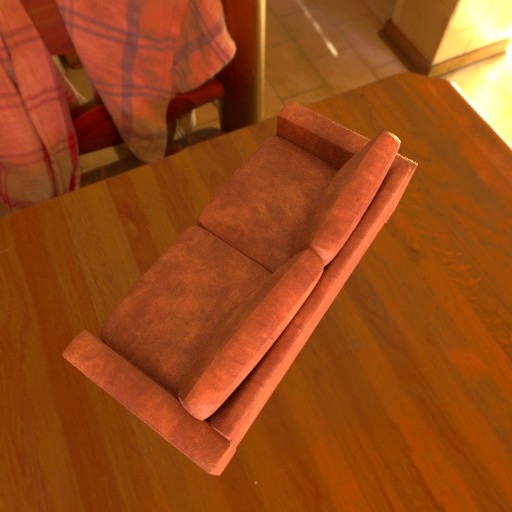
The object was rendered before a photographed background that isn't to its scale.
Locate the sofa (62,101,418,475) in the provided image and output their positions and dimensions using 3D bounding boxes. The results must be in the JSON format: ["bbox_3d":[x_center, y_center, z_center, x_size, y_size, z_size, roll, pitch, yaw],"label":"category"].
[{"bbox_3d":[0.000,0.000,2.661,1.016,0.873,2.179,32,67,15],"label":"sofa"}]
